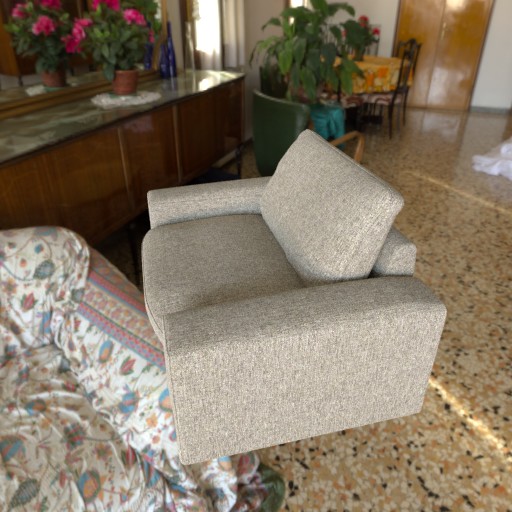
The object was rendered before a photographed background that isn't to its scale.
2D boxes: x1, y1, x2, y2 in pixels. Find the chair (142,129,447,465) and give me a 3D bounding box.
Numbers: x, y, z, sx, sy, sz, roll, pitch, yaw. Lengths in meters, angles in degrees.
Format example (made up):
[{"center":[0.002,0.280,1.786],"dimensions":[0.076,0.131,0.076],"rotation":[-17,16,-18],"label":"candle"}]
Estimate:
[{"center":[0.000,0.000,2.072],"dimensions":[1.039,0.915,1.398],"rotation":[-7,31,-12],"label":"chair"}]
